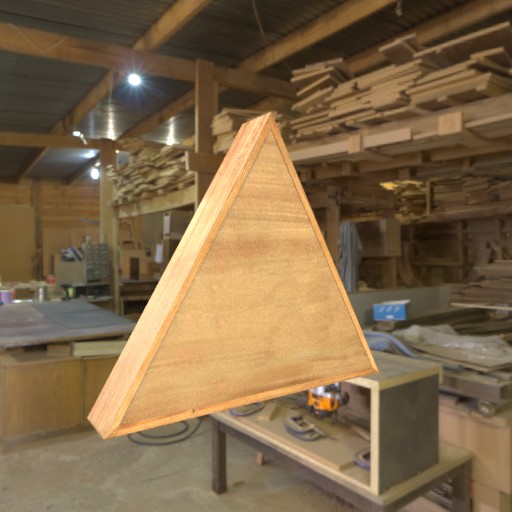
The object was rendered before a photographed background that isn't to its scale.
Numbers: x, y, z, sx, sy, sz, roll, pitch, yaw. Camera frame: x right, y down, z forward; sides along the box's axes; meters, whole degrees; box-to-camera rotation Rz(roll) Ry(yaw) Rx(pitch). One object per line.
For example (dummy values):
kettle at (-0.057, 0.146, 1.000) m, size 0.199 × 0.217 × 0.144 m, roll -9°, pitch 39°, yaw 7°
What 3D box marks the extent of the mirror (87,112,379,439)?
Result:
mirror at (0.000, 0.000, 0.886) m, size 0.631 × 0.548 × 0.100 m, roll -1°, pitch 1°, yaw -35°
